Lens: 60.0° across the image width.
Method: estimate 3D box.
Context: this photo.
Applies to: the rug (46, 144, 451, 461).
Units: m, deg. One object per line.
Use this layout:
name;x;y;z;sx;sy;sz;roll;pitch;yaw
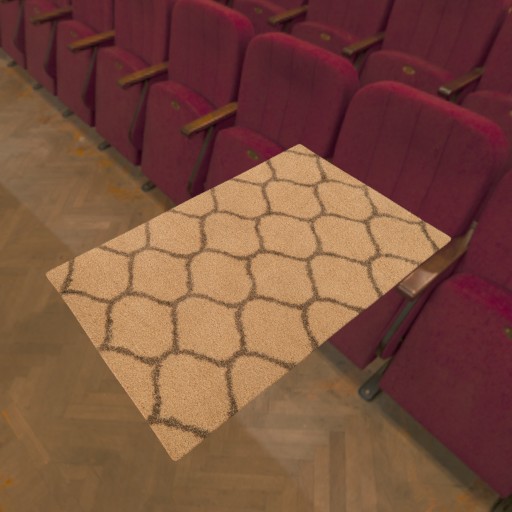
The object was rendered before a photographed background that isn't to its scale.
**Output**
rug;0.000;0.000;3.511;2.701;0.026;1.801;-32;55;-26
